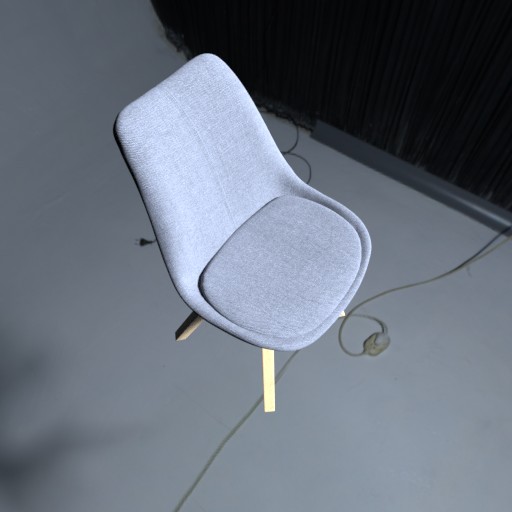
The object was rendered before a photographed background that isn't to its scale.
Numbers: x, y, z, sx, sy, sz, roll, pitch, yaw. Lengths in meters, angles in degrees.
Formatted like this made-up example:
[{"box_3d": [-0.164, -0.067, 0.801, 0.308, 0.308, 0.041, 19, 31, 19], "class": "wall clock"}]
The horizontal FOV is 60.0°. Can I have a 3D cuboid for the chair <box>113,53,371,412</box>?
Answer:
[{"box_3d": [0.000, 0.000, 1.197, 0.550, 0.850, 0.485, 34, 64, 19], "class": "chair"}]
